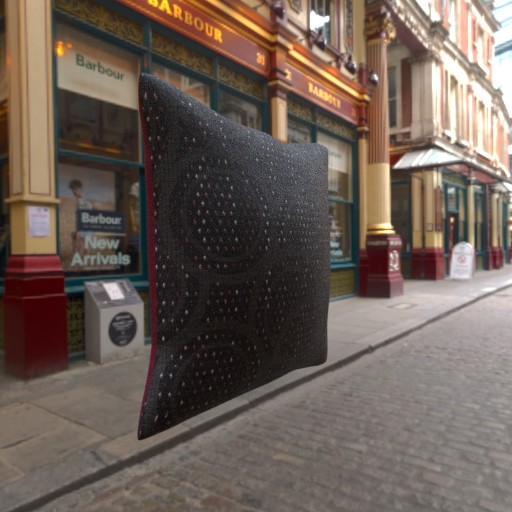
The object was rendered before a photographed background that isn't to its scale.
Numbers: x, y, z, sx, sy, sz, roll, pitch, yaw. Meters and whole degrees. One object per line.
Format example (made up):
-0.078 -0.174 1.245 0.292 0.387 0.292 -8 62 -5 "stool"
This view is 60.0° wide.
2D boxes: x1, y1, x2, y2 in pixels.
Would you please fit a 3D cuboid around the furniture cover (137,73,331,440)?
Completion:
0.000 0.000 0.827 0.193 0.509 0.552 0 1 36 "furniture cover"
